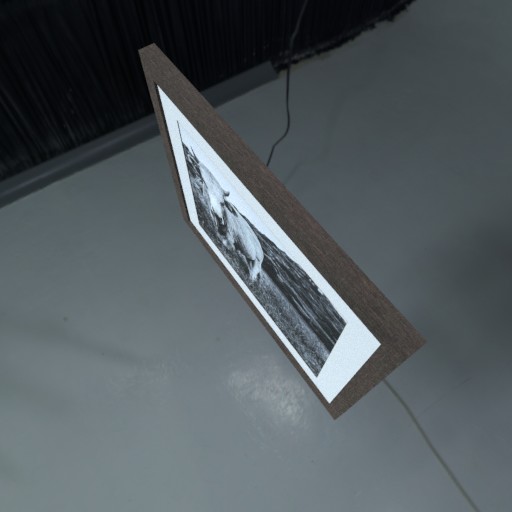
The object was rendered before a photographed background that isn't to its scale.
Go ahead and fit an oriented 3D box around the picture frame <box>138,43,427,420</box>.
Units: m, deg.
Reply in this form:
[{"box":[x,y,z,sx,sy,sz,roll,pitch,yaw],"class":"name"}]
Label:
[{"box":[0.000,0.000,0.739,0.026,0.455,0.546,-32,67,-16],"class":"picture frame"}]
